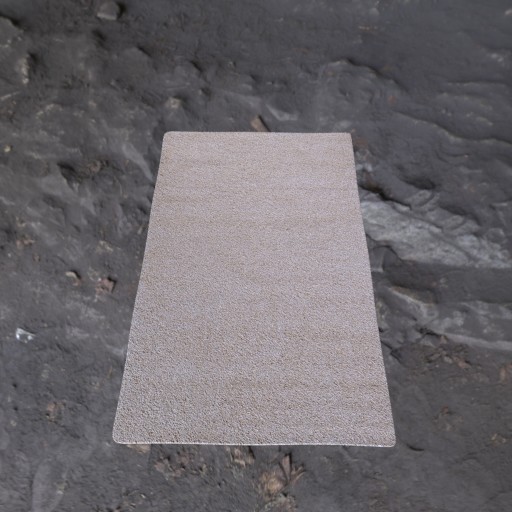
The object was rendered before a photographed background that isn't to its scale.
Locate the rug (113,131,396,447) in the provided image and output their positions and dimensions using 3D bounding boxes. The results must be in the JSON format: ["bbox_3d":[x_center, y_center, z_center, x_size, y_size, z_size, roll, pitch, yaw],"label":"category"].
[{"bbox_3d":[0.000,0.000,2.954,1.500,0.026,2.349,1,58,0],"label":"rug"}]
